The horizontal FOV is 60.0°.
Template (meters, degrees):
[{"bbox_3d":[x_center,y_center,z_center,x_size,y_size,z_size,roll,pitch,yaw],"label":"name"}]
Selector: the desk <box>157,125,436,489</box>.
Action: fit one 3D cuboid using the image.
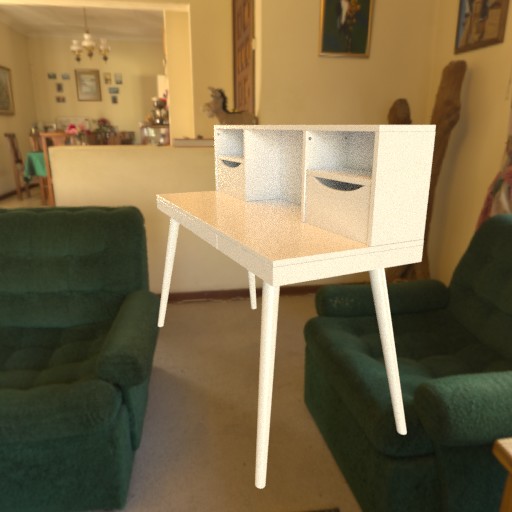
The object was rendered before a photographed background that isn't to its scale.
[{"bbox_3d":[0.000,0.000,1.747,0.559,0.990,1.199,-8,18,-24],"label":"desk"}]
